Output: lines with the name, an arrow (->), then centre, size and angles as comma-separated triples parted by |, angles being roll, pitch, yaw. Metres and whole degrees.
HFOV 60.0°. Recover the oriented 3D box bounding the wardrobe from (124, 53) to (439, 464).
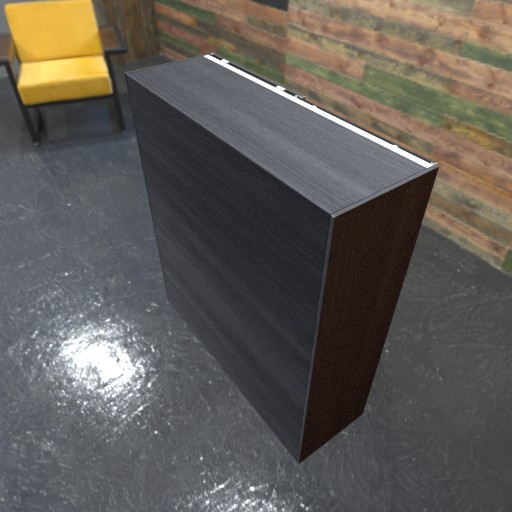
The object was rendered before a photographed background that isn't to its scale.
wardrobe -> 0.000, 0.000, 2.864 | 0.629, 1.960, 1.780 | -26, 48, -26
